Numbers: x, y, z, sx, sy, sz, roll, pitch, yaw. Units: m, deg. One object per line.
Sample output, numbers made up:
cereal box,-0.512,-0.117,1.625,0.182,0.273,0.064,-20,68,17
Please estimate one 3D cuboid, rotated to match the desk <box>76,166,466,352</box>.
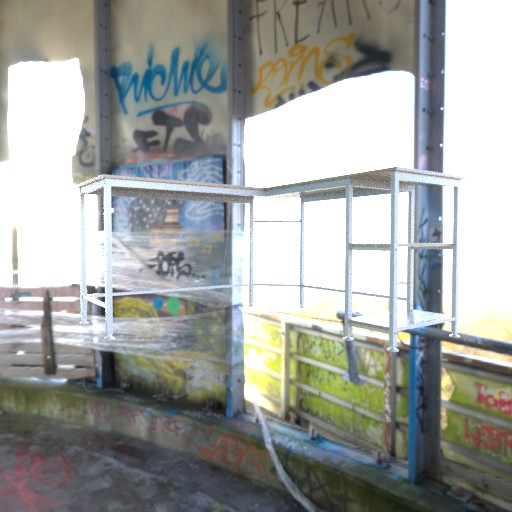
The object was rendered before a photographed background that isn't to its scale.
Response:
desk,0.000,0.000,2.207,1.379,0.739,1.379,-2,3,-35
